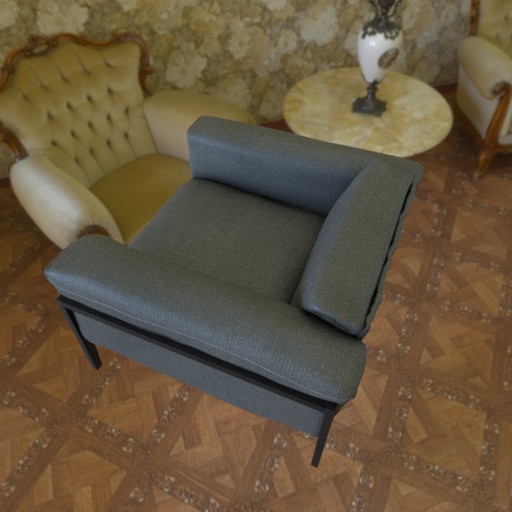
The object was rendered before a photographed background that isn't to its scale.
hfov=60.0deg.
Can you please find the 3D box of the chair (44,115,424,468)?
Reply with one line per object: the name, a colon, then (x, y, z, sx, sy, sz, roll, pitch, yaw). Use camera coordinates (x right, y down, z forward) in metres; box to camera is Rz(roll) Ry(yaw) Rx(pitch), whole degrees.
chair: (0.000, 0.000, 1.663, 0.969, 0.646, 1.056, 18, 50, 16)
